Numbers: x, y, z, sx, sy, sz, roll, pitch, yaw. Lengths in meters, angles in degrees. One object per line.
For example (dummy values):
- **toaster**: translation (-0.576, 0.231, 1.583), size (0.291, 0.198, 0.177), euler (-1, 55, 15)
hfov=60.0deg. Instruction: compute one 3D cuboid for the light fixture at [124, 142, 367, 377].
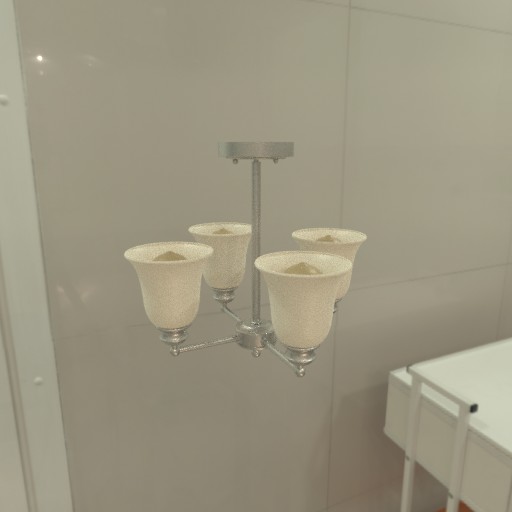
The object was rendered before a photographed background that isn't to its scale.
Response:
- **light fixture**: translation (0.000, 0.000, 0.745), size (0.427, 0.370, 0.427), euler (-7, 15, -25)
